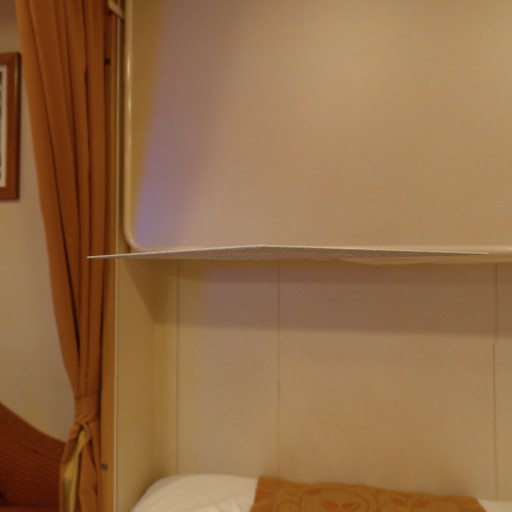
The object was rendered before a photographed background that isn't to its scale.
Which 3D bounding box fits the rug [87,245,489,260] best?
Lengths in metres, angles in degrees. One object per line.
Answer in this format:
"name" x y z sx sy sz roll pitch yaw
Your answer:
"rug" 0.000 0.000 3.719 2.005 0.014 2.878 1 -2 -35
